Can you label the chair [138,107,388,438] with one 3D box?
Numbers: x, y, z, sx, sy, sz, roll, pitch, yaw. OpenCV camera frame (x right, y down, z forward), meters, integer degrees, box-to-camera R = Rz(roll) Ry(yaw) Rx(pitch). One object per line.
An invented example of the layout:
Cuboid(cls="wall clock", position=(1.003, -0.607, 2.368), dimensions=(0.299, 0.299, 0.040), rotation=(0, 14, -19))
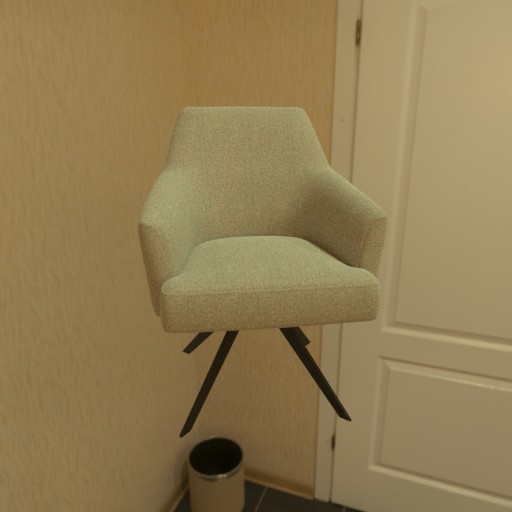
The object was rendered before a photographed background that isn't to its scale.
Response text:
Cuboid(cls="chair", position=(0.000, 0.000, 1.351), dimensions=(0.642, 0.874, 0.677), rotation=(-2, 18, -8))
